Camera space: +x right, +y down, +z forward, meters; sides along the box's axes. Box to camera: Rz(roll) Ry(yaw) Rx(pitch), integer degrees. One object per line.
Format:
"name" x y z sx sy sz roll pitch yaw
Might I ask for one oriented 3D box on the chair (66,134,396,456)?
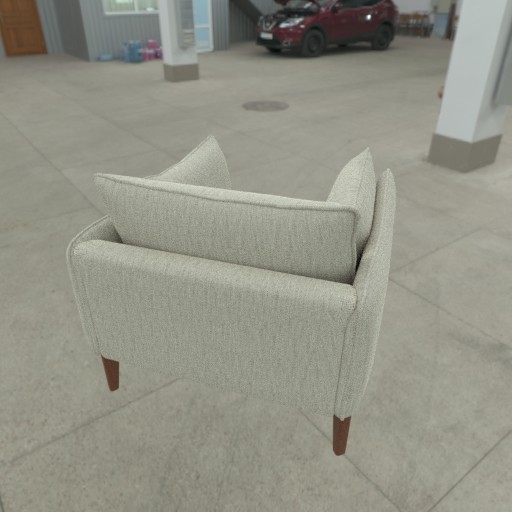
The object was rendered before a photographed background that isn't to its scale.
"chair" 0.000 0.000 1.726 0.994 0.855 0.991 10 33 16
